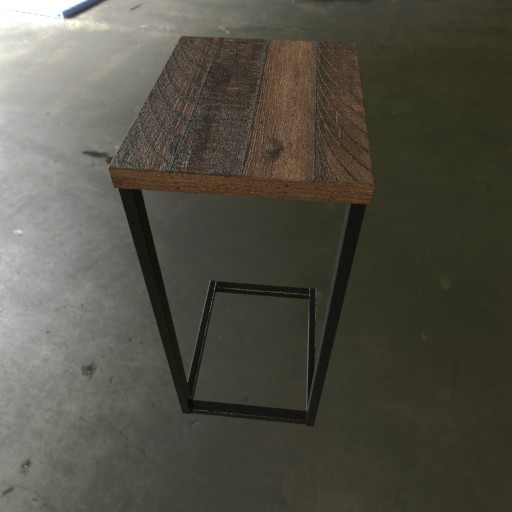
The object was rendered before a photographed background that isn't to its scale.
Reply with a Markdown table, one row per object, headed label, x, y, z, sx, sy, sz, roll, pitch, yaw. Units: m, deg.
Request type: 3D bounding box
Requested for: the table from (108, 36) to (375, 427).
| label | x | y | z | sx | sy | sz | roll | pitch | yaw |
| --- | --- | --- | --- | --- | --- | --- | --- | --- | --- |
| table | 0.000 | 0.000 | 0.930 | 0.323 | 0.718 | 0.414 | 4 | 47 | 4 |
